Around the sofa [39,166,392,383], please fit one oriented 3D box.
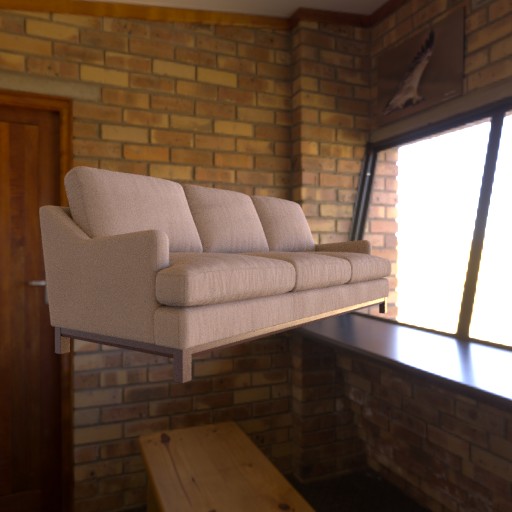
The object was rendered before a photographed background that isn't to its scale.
[{"bbox_3d":[0.000,0.000,2.822,1.000,0.913,2.321,1,1,35],"label":"sofa"}]
